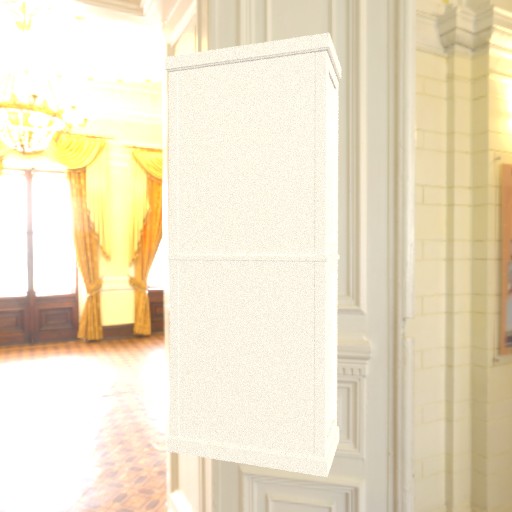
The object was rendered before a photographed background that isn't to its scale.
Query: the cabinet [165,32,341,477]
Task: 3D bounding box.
[{"bbox_3d":[0.000,0.000,2.122,0.754,1.829,0.390,0,1,18],"label":"cabinet"}]
